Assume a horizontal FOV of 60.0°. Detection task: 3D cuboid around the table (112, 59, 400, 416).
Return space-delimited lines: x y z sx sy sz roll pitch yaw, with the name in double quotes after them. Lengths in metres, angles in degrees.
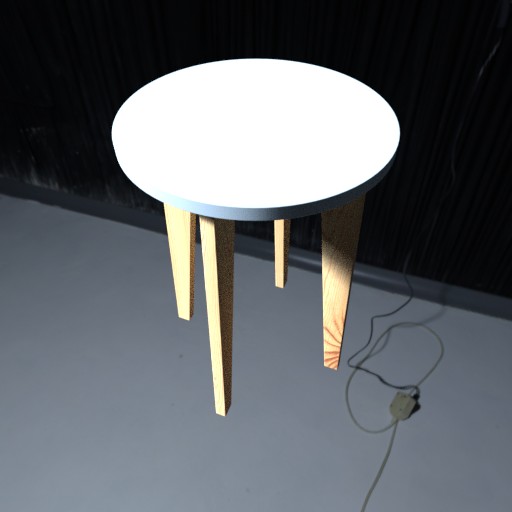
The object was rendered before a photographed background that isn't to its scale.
0.000 0.000 0.732 0.350 0.500 0.350 0 46 0 "table"
